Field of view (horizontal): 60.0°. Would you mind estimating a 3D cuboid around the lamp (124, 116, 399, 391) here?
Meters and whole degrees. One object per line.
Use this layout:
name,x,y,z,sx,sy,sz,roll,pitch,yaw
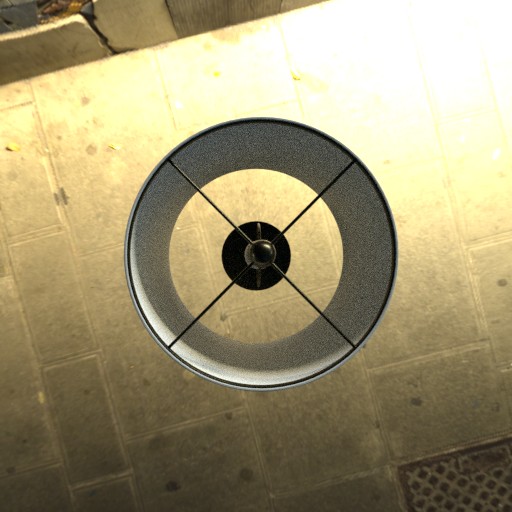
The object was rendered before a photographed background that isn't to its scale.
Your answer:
lamp,0.000,0.000,0.785,0.301,0.630,0.301,0,90,-1
